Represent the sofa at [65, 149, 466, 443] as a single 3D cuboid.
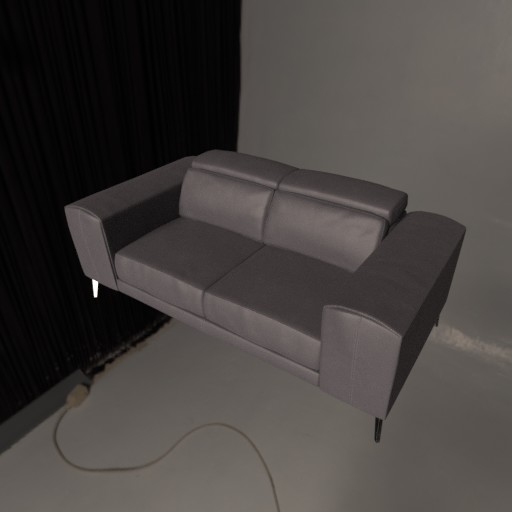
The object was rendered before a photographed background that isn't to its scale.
[{"bbox_3d":[0.000,0.000,2.418,1.895,0.779,1.003,19,36,29],"label":"sofa"}]
